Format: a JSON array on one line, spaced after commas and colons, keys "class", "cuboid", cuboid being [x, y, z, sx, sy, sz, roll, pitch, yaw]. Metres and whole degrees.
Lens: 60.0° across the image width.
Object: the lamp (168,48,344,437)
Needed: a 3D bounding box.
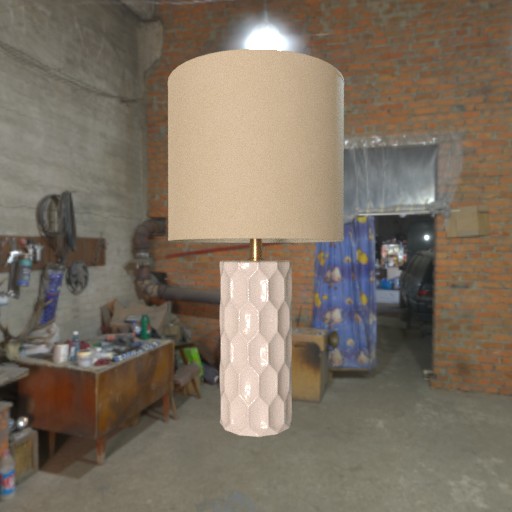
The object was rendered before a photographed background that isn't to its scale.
[{"class": "lamp", "cuboid": [0.000, 0.000, 0.711, 0.277, 0.537, 0.277, 0, 1, -19]}]
